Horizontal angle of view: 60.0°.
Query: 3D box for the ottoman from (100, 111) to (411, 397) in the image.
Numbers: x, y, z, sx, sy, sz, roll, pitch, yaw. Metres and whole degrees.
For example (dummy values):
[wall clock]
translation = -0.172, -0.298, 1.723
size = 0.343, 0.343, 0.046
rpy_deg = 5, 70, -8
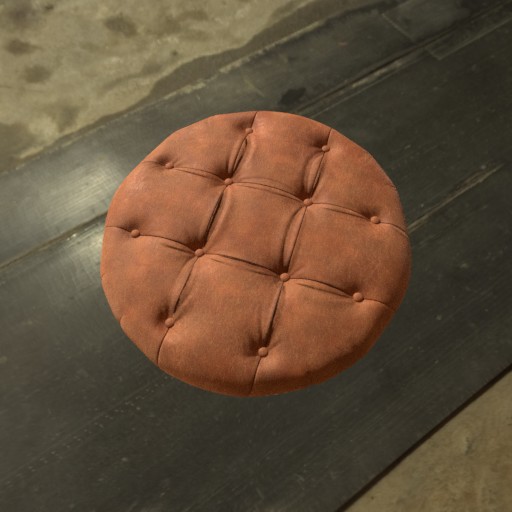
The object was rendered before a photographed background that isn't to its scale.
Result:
[ottoman]
translation = 0.000, 0.000, 1.406
size = 0.901, 0.444, 0.901
rpy_deg = 0, 64, 0
